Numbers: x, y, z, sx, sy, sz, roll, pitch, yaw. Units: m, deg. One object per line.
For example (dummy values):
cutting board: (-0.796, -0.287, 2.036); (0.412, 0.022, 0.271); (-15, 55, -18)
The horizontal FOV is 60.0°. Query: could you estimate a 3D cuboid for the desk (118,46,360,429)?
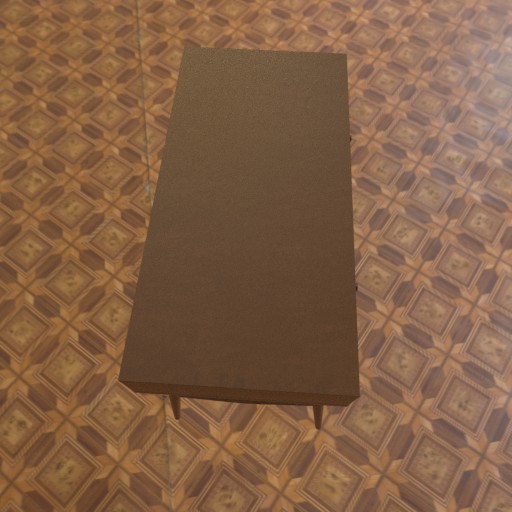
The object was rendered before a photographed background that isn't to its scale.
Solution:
desk: (0.000, 0.000, 1.405); (0.510, 0.758, 0.949); (3, 64, 2)
